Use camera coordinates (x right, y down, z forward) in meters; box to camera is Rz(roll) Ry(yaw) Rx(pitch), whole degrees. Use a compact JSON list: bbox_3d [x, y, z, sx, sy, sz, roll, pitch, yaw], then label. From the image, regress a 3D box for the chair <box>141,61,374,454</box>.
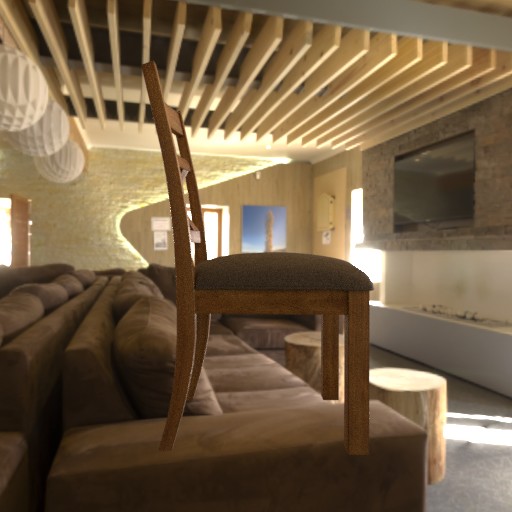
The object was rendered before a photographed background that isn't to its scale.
[{"bbox_3d":[0.000,0.000,1.279,0.581,0.949,0.470,0,1,0],"label":"chair"}]
